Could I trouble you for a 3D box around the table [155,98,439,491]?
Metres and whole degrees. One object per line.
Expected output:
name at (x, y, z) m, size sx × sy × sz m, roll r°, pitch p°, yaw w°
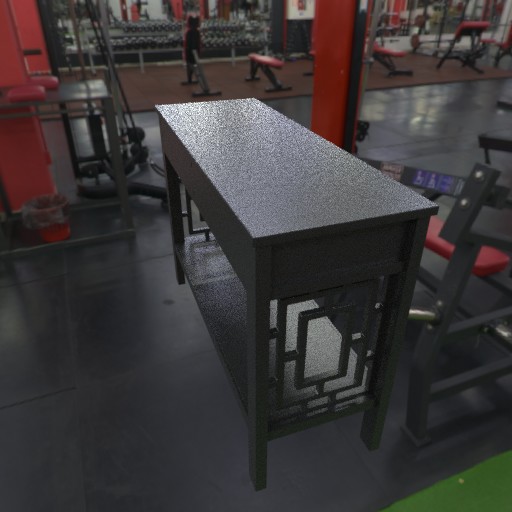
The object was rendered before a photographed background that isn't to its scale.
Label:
table at (0.000, 0.000, 1.431) m, size 0.397 × 0.753 × 1.068 m, roll -11°, pitch 33°, yaw -17°
